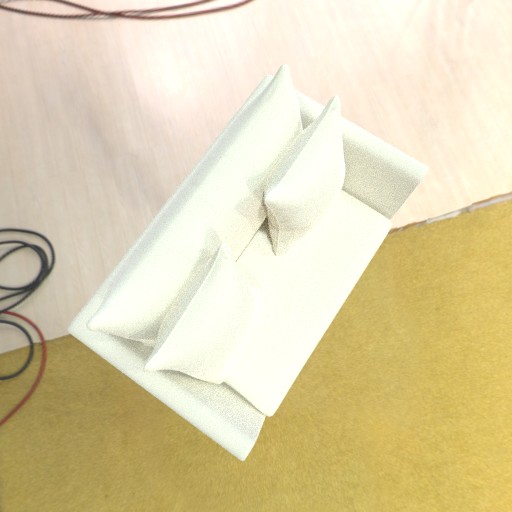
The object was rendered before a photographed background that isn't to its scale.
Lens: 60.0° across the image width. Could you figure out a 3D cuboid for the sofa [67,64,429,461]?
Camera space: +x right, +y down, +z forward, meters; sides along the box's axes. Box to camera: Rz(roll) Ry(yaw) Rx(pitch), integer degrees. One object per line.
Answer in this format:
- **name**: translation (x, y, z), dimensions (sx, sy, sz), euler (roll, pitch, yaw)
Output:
- **sofa**: translation (0.000, 0.000, 2.266), dimensions (1.026, 1.039, 1.608), euler (33, 78, 8)
